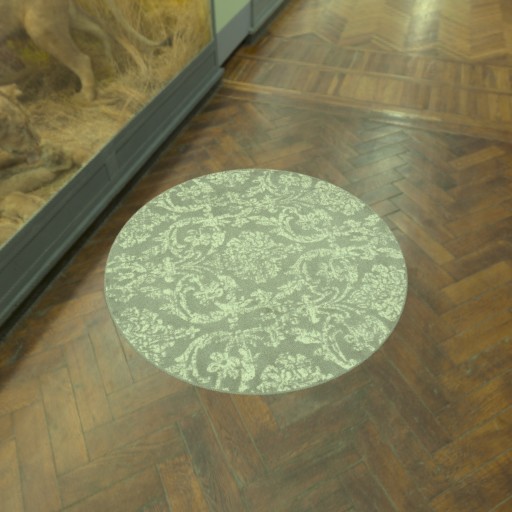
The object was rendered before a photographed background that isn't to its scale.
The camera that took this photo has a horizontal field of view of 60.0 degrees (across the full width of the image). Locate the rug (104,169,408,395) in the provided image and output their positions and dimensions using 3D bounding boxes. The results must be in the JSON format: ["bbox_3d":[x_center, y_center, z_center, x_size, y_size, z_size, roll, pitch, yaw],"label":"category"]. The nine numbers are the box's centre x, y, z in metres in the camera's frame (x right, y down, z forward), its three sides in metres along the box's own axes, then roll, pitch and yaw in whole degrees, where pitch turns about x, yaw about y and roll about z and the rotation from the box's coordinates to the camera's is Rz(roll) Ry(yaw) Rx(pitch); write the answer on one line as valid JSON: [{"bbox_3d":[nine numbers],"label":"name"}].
[{"bbox_3d":[0.000,0.000,2.387,1.593,0.012,1.593,0,46,0],"label":"rug"}]
